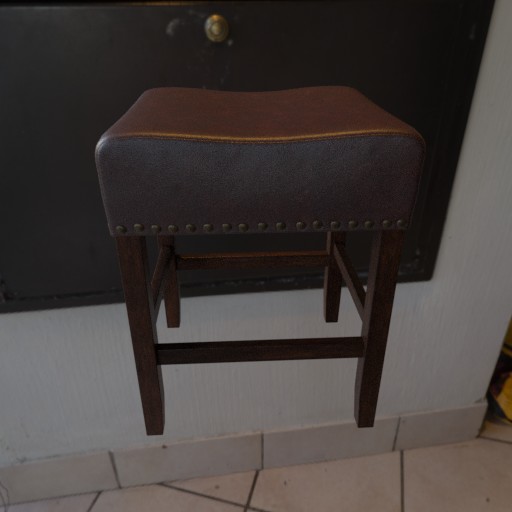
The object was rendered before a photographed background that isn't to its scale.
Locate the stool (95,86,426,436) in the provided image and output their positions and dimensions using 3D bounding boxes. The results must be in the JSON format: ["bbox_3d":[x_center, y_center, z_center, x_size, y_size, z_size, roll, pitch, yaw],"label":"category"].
[{"bbox_3d":[0.000,0.000,0.913,0.465,0.608,0.397,-1,30,-3],"label":"stool"}]
